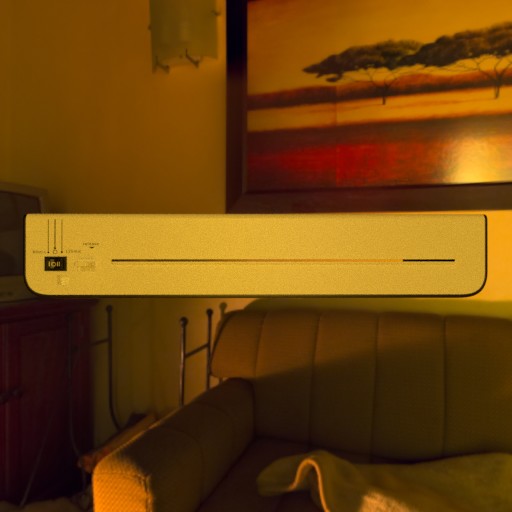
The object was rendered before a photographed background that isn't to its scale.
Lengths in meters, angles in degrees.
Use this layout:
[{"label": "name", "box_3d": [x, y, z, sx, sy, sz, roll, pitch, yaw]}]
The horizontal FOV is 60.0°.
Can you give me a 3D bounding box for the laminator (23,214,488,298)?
[{"label": "laminator", "box_3d": [0.000, 0.000, 0.374, 0.340, 0.062, 0.123, 0, 0, -1]}]
